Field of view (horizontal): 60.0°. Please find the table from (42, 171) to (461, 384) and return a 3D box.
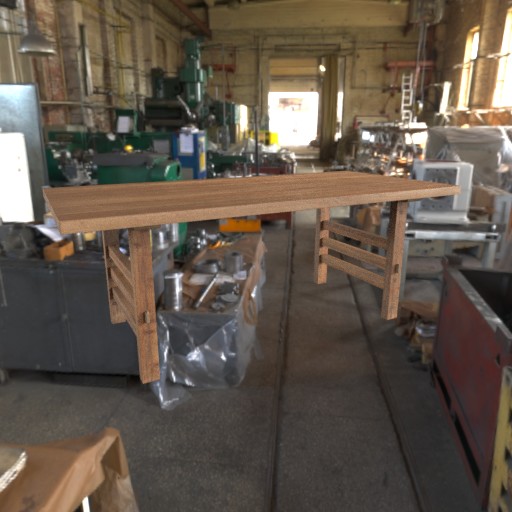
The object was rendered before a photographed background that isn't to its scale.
[{"bbox_3d":[0.000,0.000,2.450,2.003,0.760,0.952,-8,18,-27],"label":"table"}]
